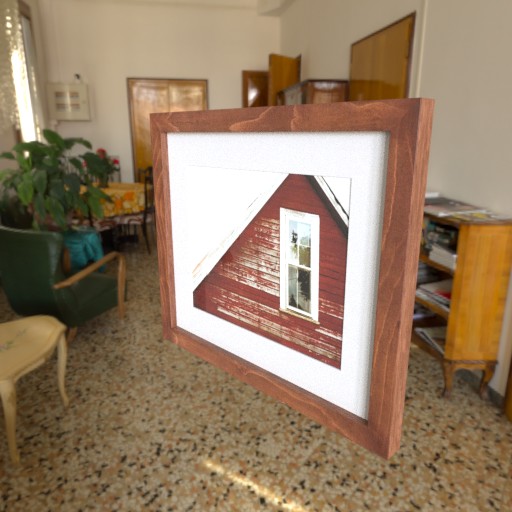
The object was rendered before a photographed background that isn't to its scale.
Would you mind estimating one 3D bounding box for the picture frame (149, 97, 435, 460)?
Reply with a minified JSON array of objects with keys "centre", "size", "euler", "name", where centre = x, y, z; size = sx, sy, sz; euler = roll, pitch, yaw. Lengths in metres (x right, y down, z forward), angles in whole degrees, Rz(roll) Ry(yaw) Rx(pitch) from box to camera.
[{"centre":[0.000,0.000,0.521],"size":[0.381,0.330,0.025],"euler":[15,21,43],"name":"picture frame"}]
